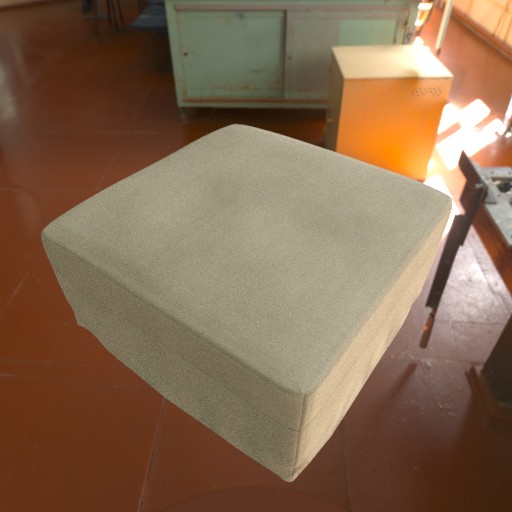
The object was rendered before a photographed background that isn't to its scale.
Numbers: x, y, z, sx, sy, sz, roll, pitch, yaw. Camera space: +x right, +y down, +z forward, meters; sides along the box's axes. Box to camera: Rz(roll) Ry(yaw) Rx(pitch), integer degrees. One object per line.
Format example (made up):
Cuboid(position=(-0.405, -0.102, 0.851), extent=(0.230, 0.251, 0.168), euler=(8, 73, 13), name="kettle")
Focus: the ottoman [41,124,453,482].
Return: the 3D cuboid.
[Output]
Cuboid(position=(0.000, 0.000, 1.312), extent=(0.843, 0.441, 0.842), euler=(26, 47, 27), name="ottoman")
